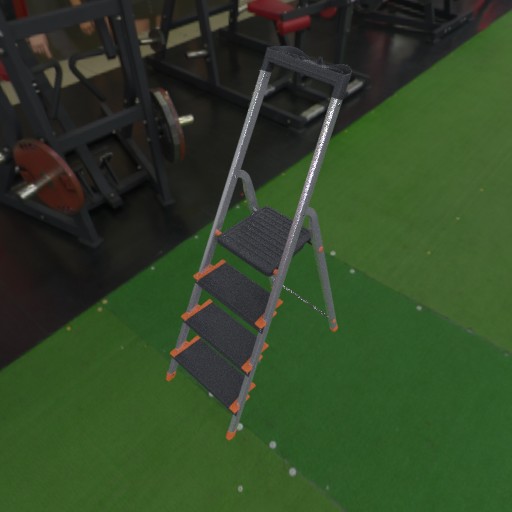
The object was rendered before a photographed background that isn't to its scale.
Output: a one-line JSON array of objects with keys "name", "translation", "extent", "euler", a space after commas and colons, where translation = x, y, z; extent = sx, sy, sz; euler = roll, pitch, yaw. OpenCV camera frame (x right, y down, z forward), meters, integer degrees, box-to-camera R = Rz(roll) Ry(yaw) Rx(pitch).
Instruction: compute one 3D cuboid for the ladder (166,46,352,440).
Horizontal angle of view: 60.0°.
[{"name": "ladder", "translation": [0.000, 0.000, 1.793], "extent": [0.452, 1.429, 0.834], "euler": [34, 54, 28]}]
